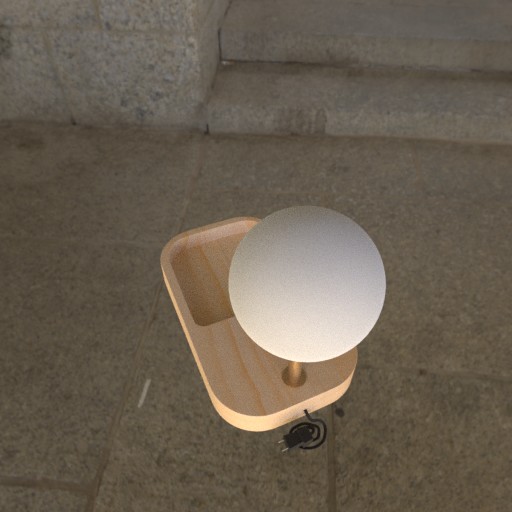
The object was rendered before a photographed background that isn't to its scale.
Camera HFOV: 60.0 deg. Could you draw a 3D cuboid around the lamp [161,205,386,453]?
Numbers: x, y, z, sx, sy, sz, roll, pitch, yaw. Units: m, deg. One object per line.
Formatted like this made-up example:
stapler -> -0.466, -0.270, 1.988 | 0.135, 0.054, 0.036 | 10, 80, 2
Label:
lamp -> 0.000, 0.000, 0.472 | 0.173, 0.253, 0.331 | -18, 48, -16
